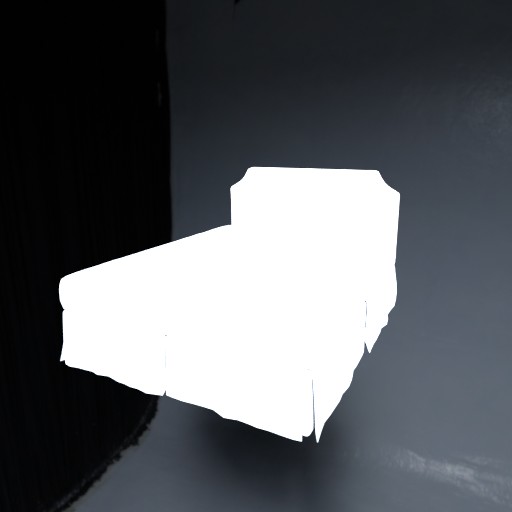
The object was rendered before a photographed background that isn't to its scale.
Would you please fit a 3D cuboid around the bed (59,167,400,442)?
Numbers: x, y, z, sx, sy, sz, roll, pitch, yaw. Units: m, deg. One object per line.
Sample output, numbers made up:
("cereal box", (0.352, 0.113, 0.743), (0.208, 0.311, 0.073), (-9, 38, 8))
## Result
("bed", (0.000, 0.000, 3.659), (1.977, 1.293, 2.498), (7, 16, 26))
